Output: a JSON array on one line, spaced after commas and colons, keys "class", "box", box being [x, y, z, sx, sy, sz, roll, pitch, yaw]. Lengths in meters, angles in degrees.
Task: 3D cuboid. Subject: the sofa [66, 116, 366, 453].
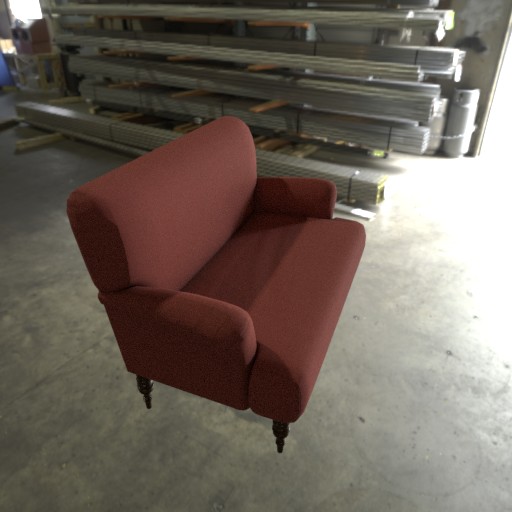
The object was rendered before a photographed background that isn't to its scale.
[{"class": "sofa", "box": [0.000, 0.000, 1.874, 0.779, 0.889, 1.297, 11, 32, 18]}]
